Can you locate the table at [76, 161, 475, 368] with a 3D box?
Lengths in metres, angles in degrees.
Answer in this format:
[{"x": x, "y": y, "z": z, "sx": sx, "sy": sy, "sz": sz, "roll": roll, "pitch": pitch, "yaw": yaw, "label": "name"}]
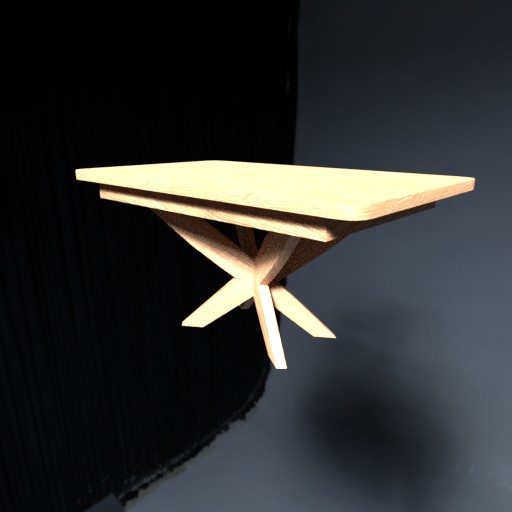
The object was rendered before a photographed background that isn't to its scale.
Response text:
[{"x": 0.000, "y": 0.000, "z": 2.094, "sx": 1.600, "sy": 0.770, "sz": 0.950, "roll": 14, "pitch": 21, "yaw": 41, "label": "table"}]
